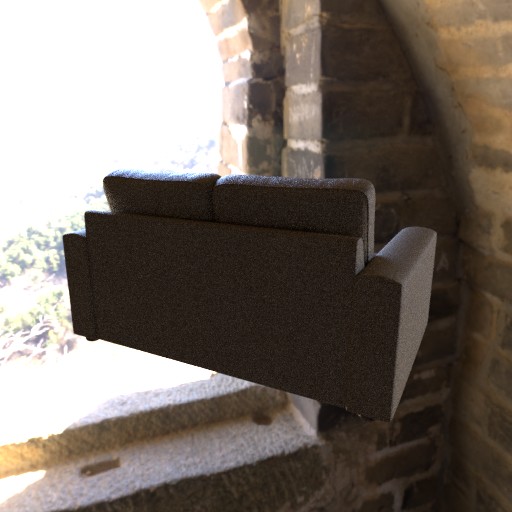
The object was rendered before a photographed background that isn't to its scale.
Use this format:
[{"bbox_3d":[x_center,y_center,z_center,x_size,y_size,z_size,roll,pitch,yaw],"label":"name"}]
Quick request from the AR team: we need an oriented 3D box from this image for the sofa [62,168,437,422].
[{"bbox_3d":[0.000,0.000,2.260,1.616,0.873,1.016,8,17,26],"label":"sofa"}]
